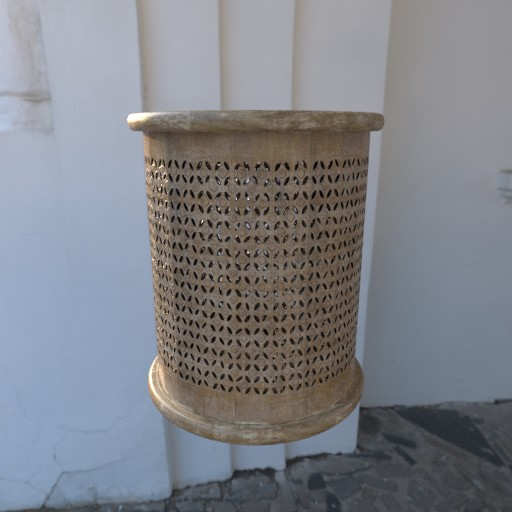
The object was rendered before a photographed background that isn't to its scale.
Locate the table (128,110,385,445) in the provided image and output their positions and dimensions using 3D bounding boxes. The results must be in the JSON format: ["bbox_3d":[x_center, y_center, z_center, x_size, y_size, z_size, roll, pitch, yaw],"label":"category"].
[{"bbox_3d":[0.000,0.000,0.792,0.407,0.482,0.407,0,16,0],"label":"table"}]
